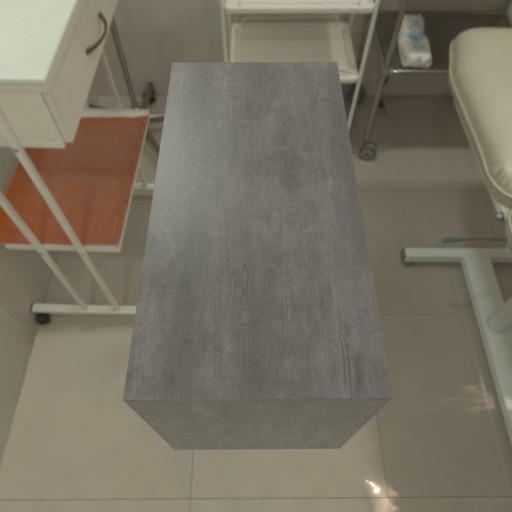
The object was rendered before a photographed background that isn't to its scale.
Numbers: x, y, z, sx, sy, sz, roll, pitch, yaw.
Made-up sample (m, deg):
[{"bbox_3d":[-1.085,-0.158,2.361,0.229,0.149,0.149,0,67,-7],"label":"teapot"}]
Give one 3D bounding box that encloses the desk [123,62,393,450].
[{"bbox_3d":[0.000,0.000,1.613,0.600,0.740,1.200,0,58,0],"label":"desk"}]
